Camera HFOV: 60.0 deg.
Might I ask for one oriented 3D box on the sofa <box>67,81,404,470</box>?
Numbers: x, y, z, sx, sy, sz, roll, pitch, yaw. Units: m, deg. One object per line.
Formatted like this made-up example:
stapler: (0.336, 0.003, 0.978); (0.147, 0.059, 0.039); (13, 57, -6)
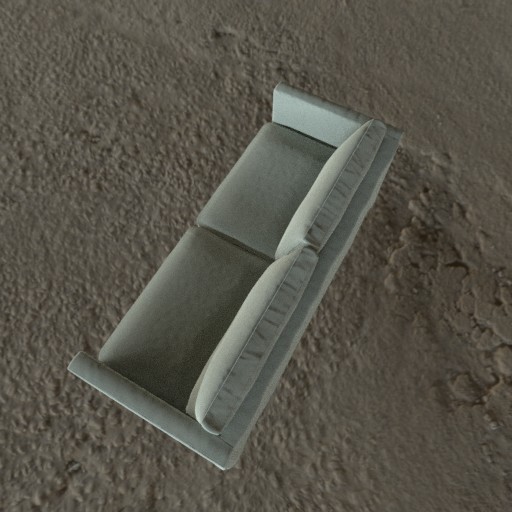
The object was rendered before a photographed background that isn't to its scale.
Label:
sofa: (0.000, 0.000, 2.803); (0.962, 0.853, 2.312); (27, 67, 12)
